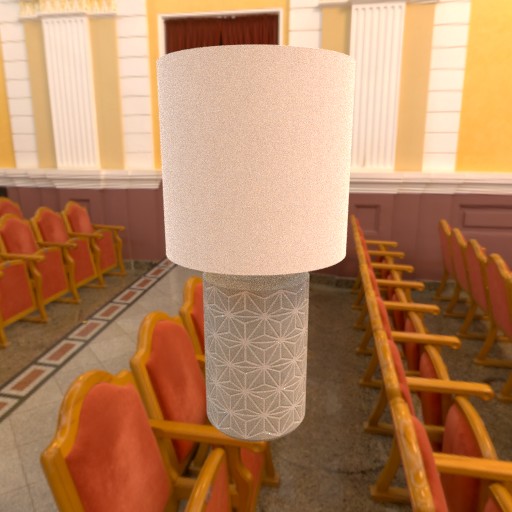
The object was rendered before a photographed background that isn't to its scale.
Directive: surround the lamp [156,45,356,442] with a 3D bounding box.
[{"bbox_3d":[0.000,0.000,0.520,0.206,0.416,0.206,2,15,10],"label":"lamp"}]
